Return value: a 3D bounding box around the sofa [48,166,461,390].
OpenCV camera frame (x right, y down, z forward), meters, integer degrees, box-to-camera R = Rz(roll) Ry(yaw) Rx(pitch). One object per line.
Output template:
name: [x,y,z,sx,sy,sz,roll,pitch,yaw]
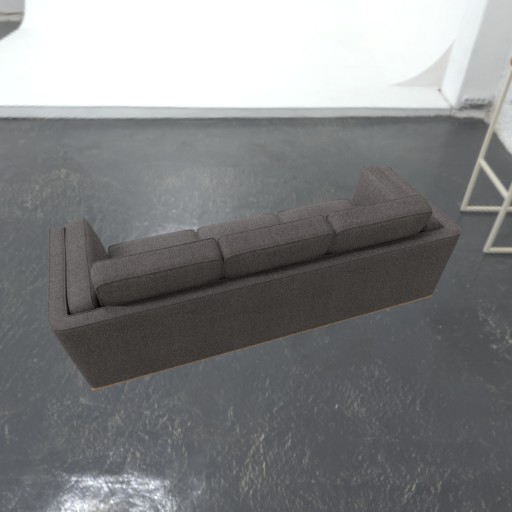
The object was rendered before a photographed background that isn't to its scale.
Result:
sofa: [0.000,0.000,2.809,2.362,0.899,0.903,-13,42,-15]
